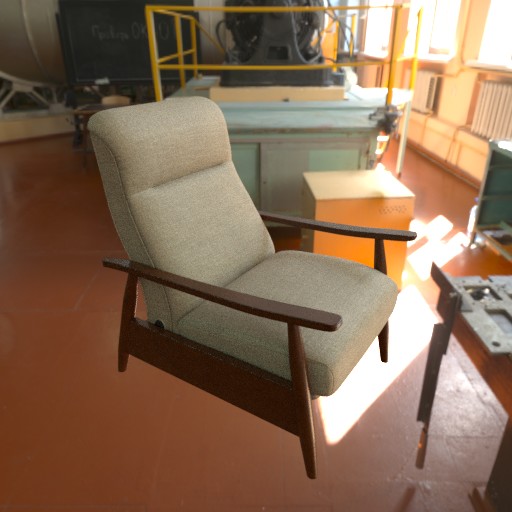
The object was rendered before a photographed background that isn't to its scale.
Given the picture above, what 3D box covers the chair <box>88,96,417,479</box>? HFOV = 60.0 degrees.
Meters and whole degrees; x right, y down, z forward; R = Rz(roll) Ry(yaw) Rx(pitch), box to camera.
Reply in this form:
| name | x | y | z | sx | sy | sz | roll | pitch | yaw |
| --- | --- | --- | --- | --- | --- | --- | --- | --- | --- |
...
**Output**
| name | x | y | z | sx | sy | sz | roll | pitch | yaw |
| --- | --- | --- | --- | --- | --- | --- | --- | --- | --- |
| chair | 0.000 | 0.000 | 1.730 | 1.014 | 1.082 | 0.762 | 17 | 31 | 30 |
